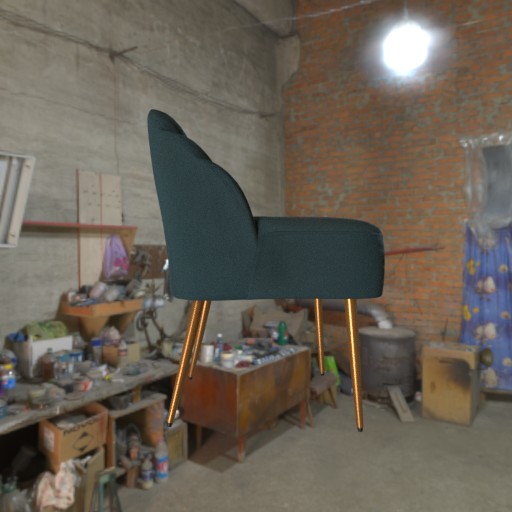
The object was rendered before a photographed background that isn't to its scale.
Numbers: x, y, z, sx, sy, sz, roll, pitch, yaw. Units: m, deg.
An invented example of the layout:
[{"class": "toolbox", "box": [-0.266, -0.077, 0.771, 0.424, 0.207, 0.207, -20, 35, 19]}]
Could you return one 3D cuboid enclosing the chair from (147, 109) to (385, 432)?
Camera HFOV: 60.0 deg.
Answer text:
[{"class": "chair", "box": [0.000, 0.000, 1.276, 0.599, 0.819, 0.657, 0, 0, -2]}]
